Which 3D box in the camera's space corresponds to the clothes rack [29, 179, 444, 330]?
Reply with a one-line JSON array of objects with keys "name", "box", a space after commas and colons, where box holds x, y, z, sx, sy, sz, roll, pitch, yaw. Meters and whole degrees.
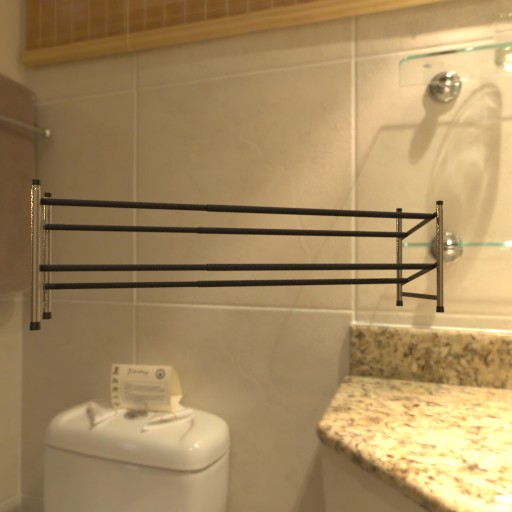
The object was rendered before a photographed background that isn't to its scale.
[{"name": "clothes rack", "box": [0.000, 0.000, 1.305, 1.168, 0.349, 0.229, 0, -1, -18]}]
